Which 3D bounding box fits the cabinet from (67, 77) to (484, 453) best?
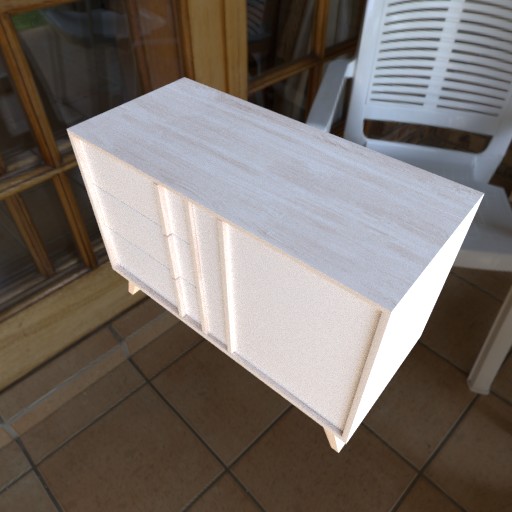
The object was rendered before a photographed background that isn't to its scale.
[{"bbox_3d":[0.000,0.000,1.529,1.110,0.780,0.500,31,52,27],"label":"cabinet"}]
